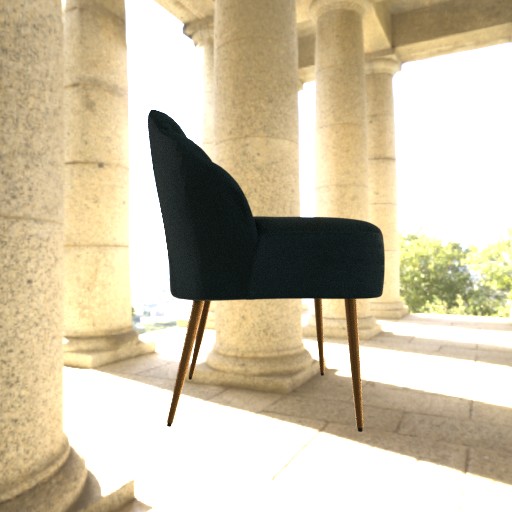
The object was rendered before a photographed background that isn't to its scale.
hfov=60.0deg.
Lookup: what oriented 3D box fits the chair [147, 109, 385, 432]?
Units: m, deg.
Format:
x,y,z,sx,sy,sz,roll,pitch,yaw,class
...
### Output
x,y,z,sx,sy,sz,roll,pitch,yaw,class
0.000,0.000,1.276,0.599,0.819,0.657,0,0,-2,chair
